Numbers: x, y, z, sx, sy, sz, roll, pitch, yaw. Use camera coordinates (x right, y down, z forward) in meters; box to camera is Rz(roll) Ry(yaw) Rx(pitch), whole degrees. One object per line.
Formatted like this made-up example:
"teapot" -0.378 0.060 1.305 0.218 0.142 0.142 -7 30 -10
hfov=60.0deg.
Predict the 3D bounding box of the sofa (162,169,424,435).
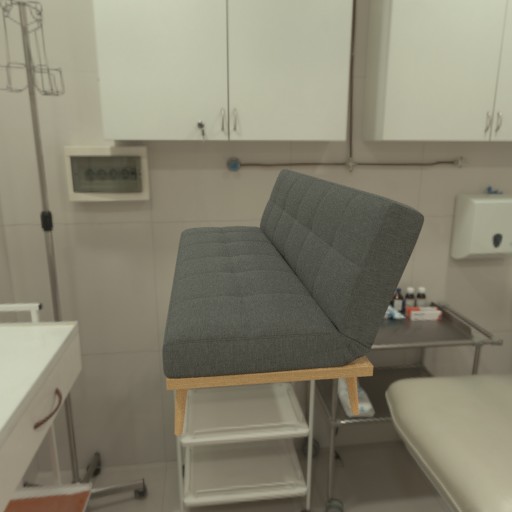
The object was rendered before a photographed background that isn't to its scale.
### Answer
"sofa" 0.000 0.000 2.237 0.820 0.770 1.820 -2 14 -7
